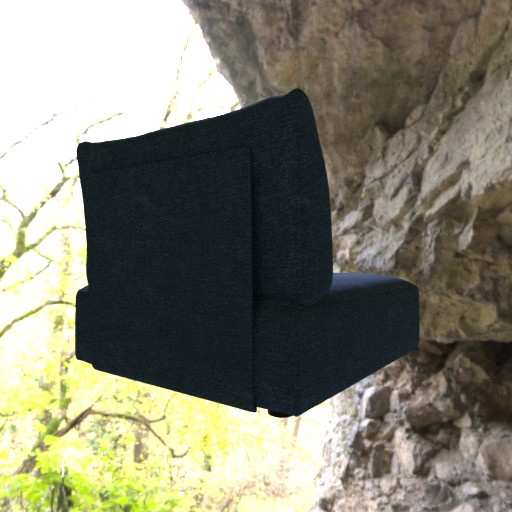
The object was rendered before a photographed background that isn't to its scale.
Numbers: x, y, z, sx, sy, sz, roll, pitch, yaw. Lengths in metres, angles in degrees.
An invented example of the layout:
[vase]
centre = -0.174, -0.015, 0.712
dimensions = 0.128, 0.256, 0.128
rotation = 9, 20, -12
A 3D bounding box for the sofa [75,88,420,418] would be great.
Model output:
[sofa]
centre = 0.000, 0.000, 1.707
dimensions = 1.000, 0.820, 1.000
rotation = 0, 1, 37
